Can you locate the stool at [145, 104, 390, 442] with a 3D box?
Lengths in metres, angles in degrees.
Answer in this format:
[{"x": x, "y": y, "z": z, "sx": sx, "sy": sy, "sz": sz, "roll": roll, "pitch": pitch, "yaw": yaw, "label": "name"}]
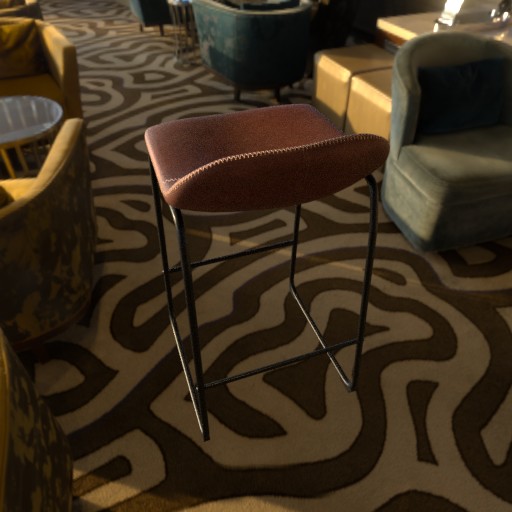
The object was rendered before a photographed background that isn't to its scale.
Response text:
[{"x": 0.000, "y": 0.000, "z": 1.119, "sx": 0.454, "sy": 0.830, "sz": 0.473, "roll": -13, "pitch": 43, "yaw": -15, "label": "stool"}]
